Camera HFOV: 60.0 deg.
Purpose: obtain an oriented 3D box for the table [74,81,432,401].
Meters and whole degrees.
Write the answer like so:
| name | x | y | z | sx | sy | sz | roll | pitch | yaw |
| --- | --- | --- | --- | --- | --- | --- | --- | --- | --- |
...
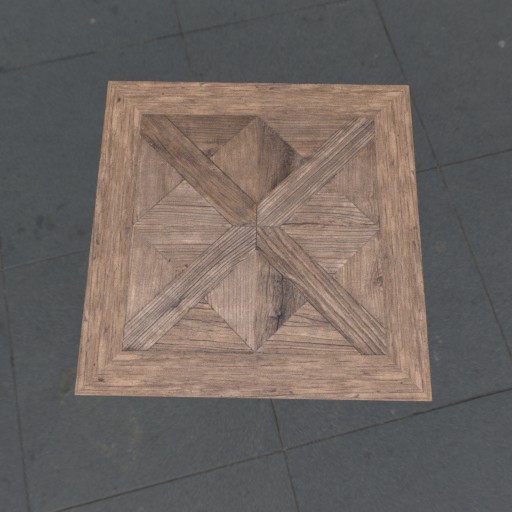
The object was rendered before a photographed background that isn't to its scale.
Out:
| name | x | y | z | sx | sy | sz | roll | pitch | yaw |
| --- | --- | --- | --- | --- | --- | --- | --- | --- | --- |
| table | 0.000 | 0.000 | 1.206 | 0.700 | 0.532 | 0.700 | 1 | 76 | 0 |
